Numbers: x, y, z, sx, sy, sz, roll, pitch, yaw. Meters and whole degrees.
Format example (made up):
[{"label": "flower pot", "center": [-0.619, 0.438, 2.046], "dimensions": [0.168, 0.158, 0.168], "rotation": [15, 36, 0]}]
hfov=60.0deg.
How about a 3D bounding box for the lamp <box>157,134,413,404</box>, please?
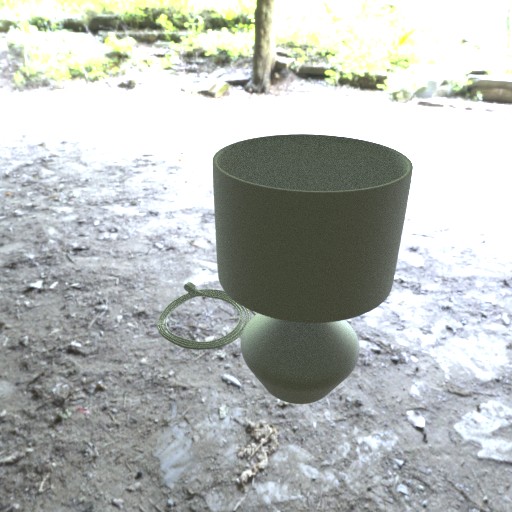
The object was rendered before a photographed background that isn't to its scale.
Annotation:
[{"label": "lamp", "center": [0.000, 0.000, 0.883], "dimensions": [0.401, 0.457, 0.546], "rotation": [-10, 30, -17]}]
